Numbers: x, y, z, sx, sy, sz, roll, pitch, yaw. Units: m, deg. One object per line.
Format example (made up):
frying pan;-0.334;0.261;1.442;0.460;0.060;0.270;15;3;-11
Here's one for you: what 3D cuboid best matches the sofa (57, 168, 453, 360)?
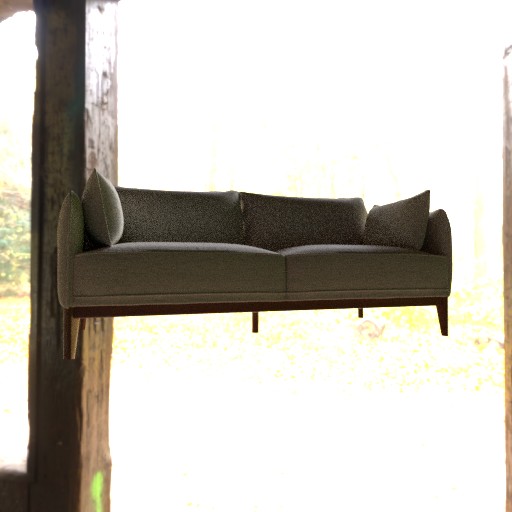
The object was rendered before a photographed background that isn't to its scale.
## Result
sofa;0.000;0.000;2.485;1.989;0.860;0.991;0;-1;-18
